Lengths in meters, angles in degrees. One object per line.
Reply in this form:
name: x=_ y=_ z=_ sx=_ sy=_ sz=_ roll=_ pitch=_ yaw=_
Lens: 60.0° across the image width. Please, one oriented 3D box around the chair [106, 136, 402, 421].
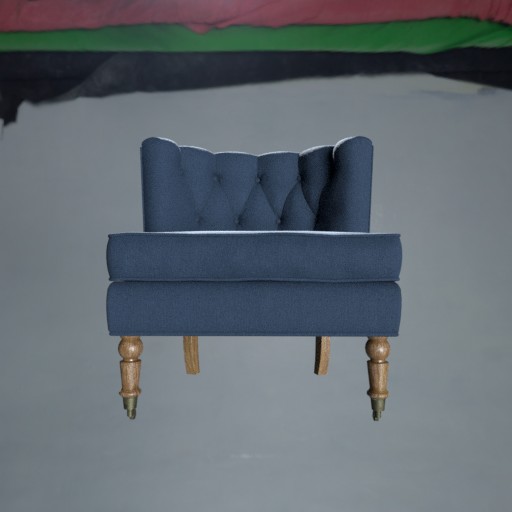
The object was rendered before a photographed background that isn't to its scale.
chair: x=0.000 y=0.000 z=1.338 sx=0.740 sy=0.771 sz=0.718 roll=0 pitch=-1 yaw=1
